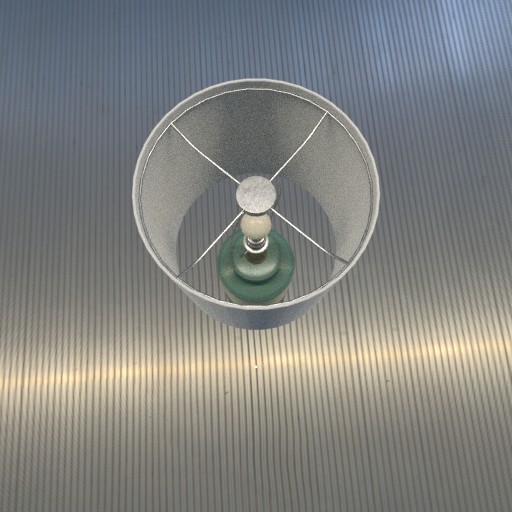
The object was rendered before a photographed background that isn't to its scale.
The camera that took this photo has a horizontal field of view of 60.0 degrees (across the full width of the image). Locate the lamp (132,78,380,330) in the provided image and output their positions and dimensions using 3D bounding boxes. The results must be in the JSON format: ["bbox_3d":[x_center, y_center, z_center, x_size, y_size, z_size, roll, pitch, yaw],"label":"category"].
[{"bbox_3d":[0.000,0.000,0.618,0.212,0.493,0.212,39,79,9],"label":"lamp"}]
